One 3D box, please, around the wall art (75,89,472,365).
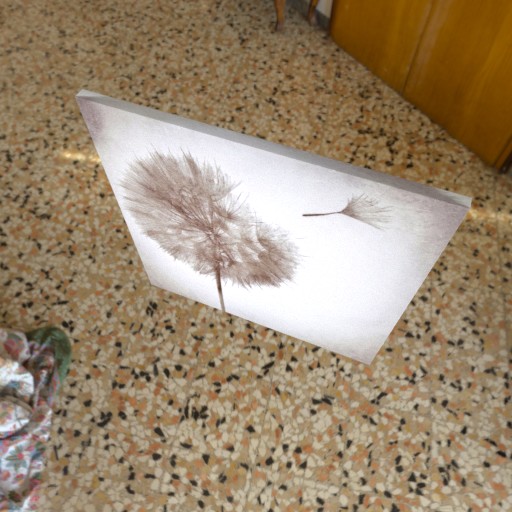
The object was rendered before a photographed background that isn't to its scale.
[{"bbox_3d":[0.000,0.000,1.126,0.762,0.762,0.027,19,59,12],"label":"wall art"}]
